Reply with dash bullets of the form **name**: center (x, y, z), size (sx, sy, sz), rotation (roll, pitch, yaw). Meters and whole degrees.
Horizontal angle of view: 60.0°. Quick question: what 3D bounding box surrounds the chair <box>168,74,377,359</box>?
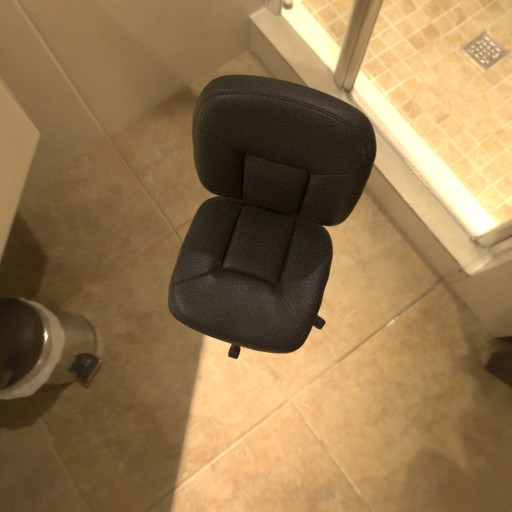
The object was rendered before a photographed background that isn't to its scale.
- **chair**: center (0.000, 0.000, 1.421), size (0.647, 0.959, 0.646), rotation (17, 76, 4)
